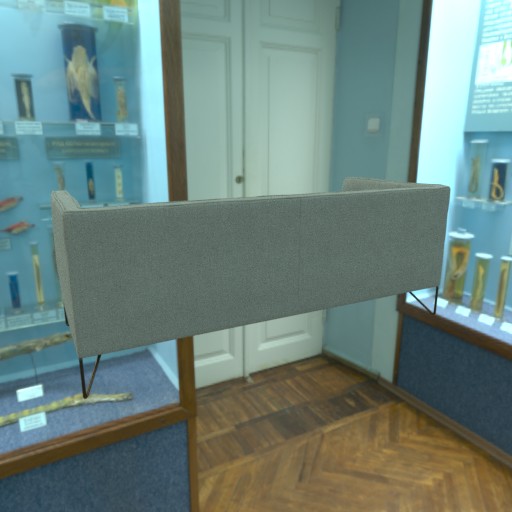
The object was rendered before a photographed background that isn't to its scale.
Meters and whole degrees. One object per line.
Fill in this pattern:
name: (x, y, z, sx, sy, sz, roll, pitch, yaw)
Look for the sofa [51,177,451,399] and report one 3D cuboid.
sofa: (0.000, 0.000, 2.560, 2.079, 0.798, 0.912, -7, 16, -26)
